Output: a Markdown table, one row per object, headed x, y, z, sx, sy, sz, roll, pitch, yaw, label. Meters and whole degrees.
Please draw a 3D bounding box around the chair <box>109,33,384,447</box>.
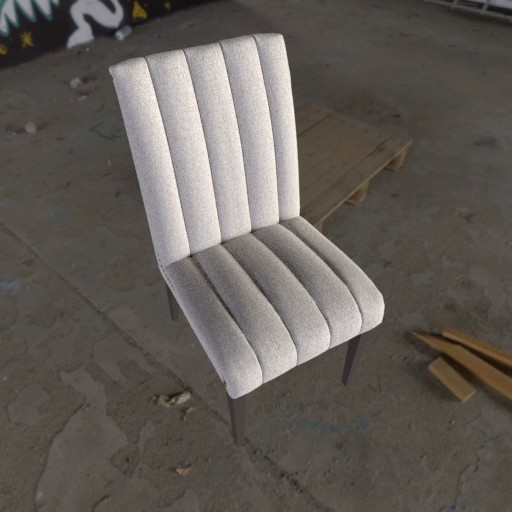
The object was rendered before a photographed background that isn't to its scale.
| x | y | z | sx | sy | sz | roll | pitch | yaw | label |
| --- | --- | --- | --- | --- | --- | --- | --- | --- | --- |
| 0.000 | 0.000 | 1.312 | 0.511 | 1.016 | 0.647 | -22 | 49 | -20 | chair |
